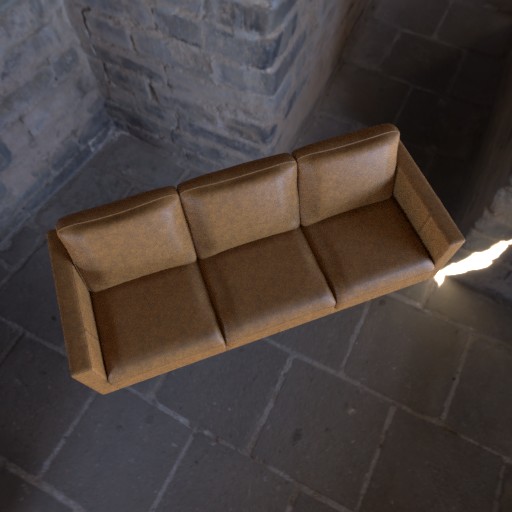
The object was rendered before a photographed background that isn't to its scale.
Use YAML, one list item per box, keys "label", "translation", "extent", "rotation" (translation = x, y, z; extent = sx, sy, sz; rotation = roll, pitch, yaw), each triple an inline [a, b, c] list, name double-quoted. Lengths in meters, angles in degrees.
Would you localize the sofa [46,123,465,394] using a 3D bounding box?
- label: "sofa"
  translation: [0.000, 0.000, 2.705]
  extent: [2.231, 0.930, 0.903]
  rotation: [-18, 65, -9]
